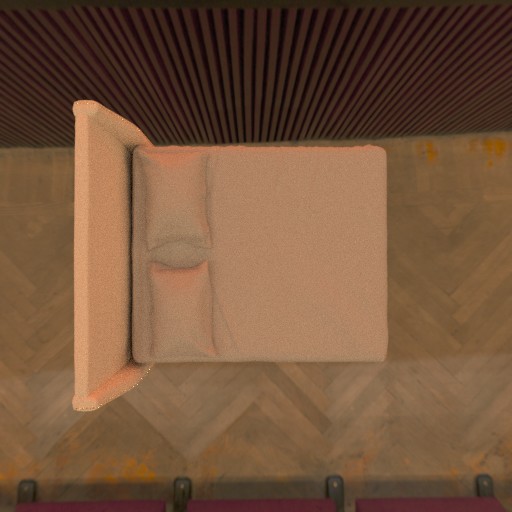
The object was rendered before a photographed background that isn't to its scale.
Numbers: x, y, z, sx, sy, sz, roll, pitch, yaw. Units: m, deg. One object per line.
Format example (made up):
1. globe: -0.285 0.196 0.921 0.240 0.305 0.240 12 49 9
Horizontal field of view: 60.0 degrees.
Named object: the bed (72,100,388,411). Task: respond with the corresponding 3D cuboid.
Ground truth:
1. bed: 0.000 0.000 3.365 2.276 1.332 1.925 0 90 -1
